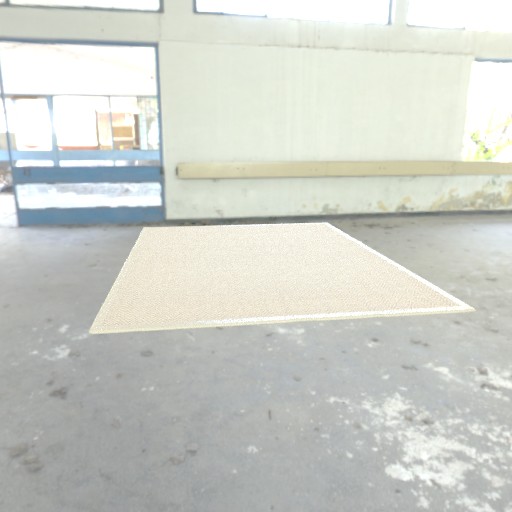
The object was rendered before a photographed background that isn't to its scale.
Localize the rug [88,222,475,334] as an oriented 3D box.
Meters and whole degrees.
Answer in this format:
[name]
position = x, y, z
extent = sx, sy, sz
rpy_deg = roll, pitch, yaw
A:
[rug]
position = 0.000, 0.000, 4.804
extent = 2.734, 0.037, 3.659
rpy_deg = -2, 15, -8
